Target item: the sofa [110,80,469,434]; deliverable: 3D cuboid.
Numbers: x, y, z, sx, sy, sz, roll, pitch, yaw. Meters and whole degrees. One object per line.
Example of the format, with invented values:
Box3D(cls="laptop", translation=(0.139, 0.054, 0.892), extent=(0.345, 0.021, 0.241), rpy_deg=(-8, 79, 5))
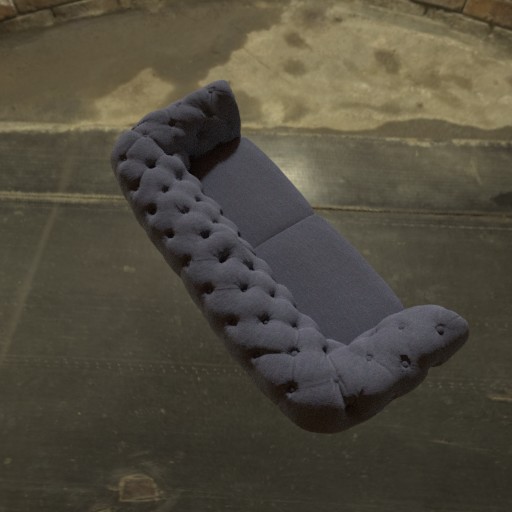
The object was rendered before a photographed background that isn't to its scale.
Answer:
Box3D(cls="sofa", translation=(0.000, 0.000, 2.812), extent=(1.046, 0.836, 2.335), rpy_deg=(-32, 65, -16))
